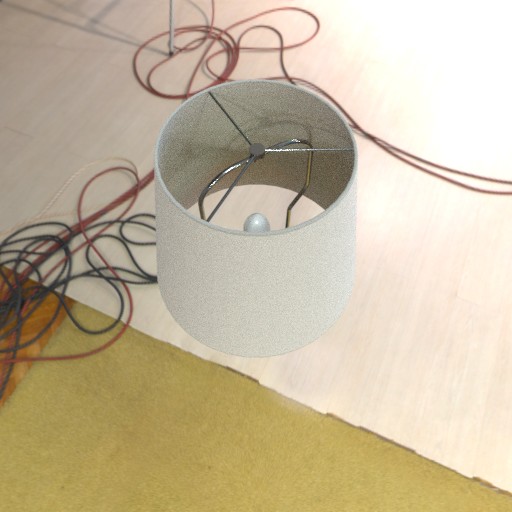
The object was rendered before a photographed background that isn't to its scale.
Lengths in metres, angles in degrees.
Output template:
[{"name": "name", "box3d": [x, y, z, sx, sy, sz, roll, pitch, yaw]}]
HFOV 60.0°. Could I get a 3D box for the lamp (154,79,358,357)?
[{"name": "lamp", "box3d": [0.000, 0.000, 0.561, 0.254, 0.392, 0.254, 0, 61, 0]}]
